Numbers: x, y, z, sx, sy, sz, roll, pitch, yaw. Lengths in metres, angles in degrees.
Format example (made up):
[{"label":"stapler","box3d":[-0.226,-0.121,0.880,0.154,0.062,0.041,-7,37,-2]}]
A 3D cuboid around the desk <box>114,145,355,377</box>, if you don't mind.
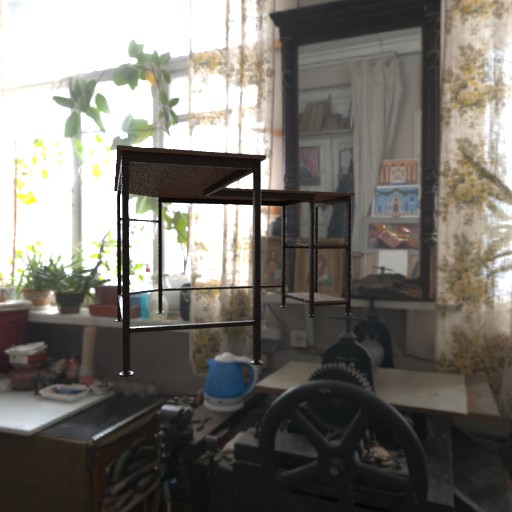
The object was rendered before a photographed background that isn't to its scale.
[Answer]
[{"label":"desk","box3d":[0.000,0.000,2.276,1.379,0.739,1.379,0,1,-18]}]
